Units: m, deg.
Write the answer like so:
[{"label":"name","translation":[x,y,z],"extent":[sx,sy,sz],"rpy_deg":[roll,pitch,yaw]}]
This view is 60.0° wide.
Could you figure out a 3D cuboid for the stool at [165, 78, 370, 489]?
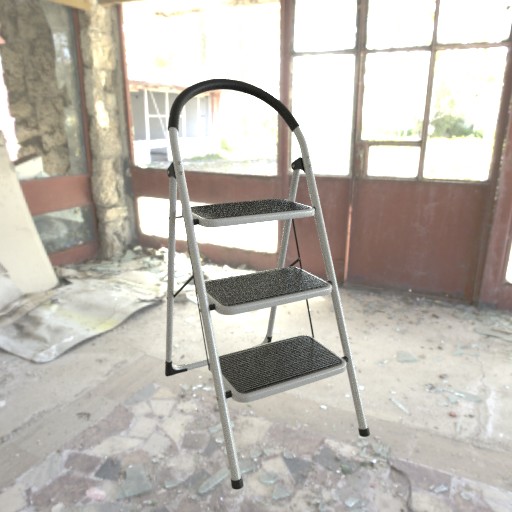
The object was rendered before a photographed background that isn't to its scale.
[{"label":"stool","translation":[0.000,0.000,1.440],"extent":[0.485,1.109,0.676],"rpy_deg":[-9,19,-27]}]
